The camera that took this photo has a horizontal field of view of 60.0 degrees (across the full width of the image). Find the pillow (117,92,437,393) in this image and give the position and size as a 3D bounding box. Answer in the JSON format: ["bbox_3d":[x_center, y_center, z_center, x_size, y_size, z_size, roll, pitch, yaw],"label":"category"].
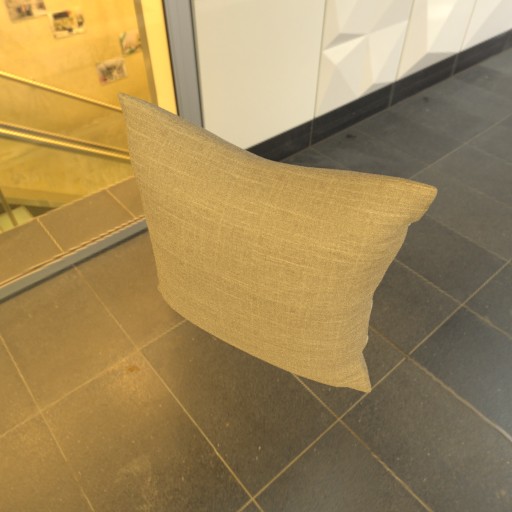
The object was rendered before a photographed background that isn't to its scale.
[{"bbox_3d":[0.000,0.000,0.640,0.424,0.400,0.169,22,50,21],"label":"pillow"}]
